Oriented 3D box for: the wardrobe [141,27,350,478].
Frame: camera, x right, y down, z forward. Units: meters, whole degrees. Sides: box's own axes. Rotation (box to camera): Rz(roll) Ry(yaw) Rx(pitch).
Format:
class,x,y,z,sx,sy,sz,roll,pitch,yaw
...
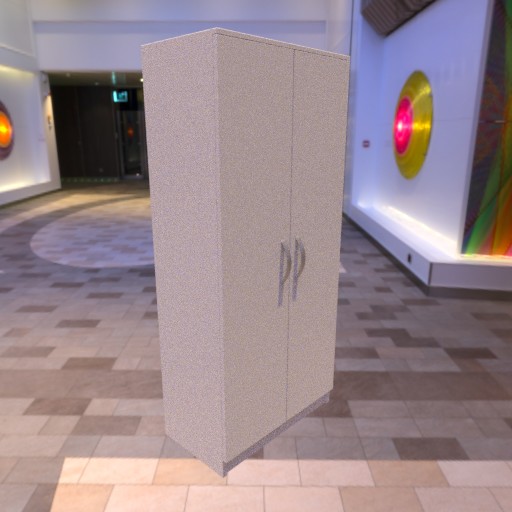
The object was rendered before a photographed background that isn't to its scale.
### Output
class,x,y,z,sx,sy,sz,roll,pitch,yaw
wardrobe,0.000,0.000,1.998,0.470,1.700,0.760,14,21,42
